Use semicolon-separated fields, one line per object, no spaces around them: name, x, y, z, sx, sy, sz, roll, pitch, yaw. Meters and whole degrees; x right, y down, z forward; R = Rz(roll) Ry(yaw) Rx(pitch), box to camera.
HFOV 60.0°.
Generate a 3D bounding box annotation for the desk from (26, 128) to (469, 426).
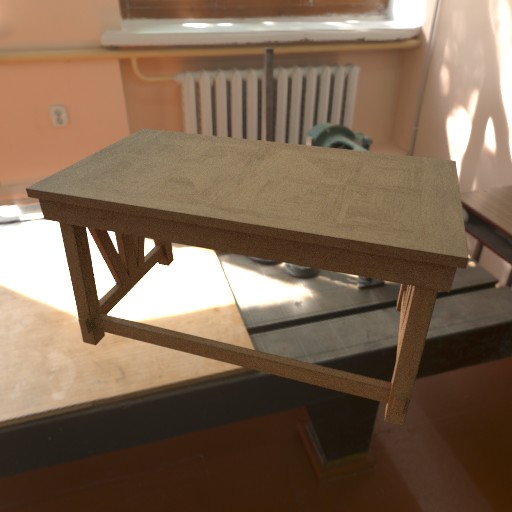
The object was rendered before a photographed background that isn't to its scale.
desk;0.000;0.000;1.940;1.499;0.762;0.813;10;33;16
